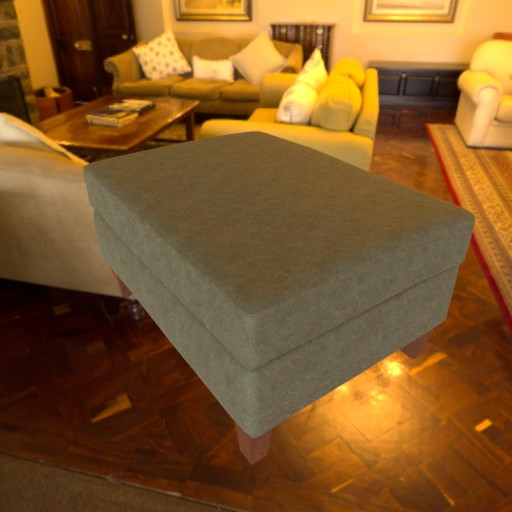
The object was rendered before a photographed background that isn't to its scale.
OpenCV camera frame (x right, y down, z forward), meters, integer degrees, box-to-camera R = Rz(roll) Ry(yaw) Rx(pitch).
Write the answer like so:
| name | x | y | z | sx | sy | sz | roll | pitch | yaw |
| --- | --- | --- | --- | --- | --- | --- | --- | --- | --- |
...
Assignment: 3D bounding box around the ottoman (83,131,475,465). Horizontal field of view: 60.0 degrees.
| name | x | y | z | sx | sy | sz | roll | pitch | yaw |
| --- | --- | --- | --- | --- | --- | --- | --- | --- | --- |
| ottoman | 0.000 | 0.000 | 1.216 | 0.639 | 0.464 | 0.839 | -20 | 37 | -30 |
